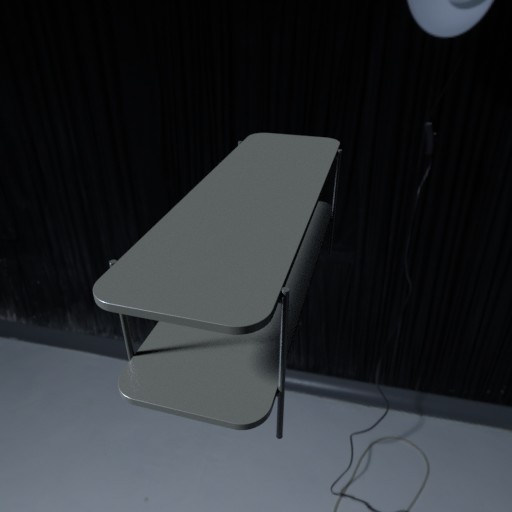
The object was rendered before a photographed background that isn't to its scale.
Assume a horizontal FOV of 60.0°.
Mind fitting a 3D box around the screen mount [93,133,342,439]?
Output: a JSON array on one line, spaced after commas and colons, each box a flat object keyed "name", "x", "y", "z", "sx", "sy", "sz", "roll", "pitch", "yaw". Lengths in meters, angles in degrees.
[{"name": "screen mount", "x": 0.000, "y": 0.000, "z": 1.416, "sx": 0.400, "sy": 0.447, "sz": 1.200, "roll": 8, "pitch": 32, "yaw": 13}]
